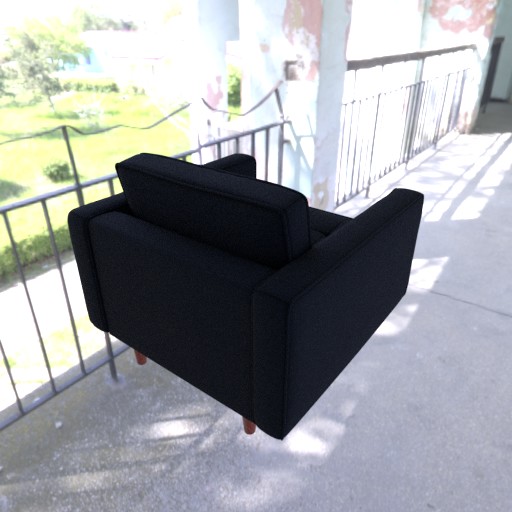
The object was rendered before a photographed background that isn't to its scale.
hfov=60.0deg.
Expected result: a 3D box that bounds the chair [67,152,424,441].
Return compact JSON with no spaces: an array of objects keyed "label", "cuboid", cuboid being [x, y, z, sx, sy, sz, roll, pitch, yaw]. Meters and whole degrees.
[{"label":"chair","cuboid":[0.000,0.000,1.624,0.899,0.770,0.920,20,34,32]}]
